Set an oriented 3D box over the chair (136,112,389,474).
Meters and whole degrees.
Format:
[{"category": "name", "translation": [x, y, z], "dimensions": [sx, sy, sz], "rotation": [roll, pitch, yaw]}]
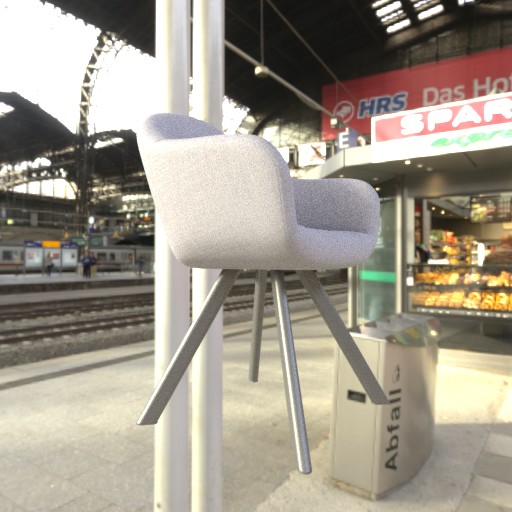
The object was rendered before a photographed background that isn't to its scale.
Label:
[{"category": "chair", "translation": [0.000, 0.000, 1.155], "dimensions": [0.550, 0.795, 0.590], "rotation": [0, -1, 34]}]
